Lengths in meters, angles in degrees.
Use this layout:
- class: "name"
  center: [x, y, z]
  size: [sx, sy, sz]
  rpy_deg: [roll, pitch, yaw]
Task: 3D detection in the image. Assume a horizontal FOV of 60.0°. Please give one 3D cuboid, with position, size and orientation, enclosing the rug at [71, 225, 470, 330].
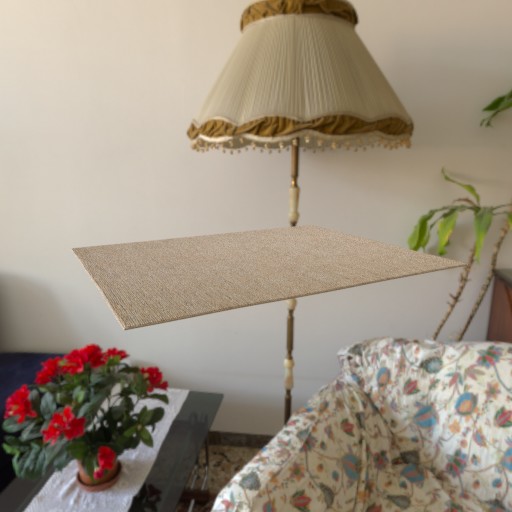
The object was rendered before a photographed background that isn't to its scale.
- class: "rug"
  center: [0.000, 0.000, 4.257]
  size: [3.034, 0.012, 2.406]
  rpy_deg: [-7, 15, -28]
